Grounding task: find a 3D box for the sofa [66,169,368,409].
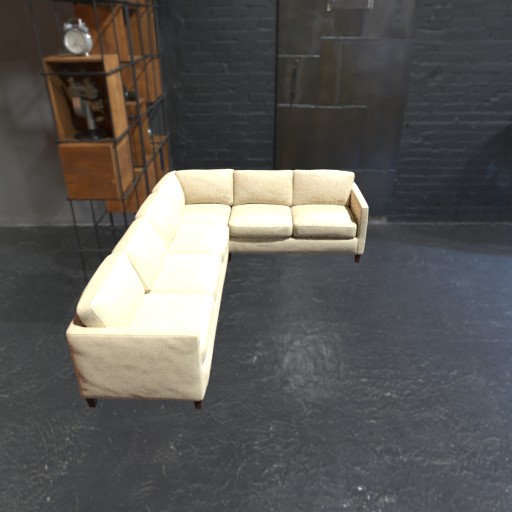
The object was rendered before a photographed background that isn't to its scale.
[{"bbox_3d":[0.000,0.000,4.516,2.593,0.947,3.302,1,28,1],"label":"sofa"}]
